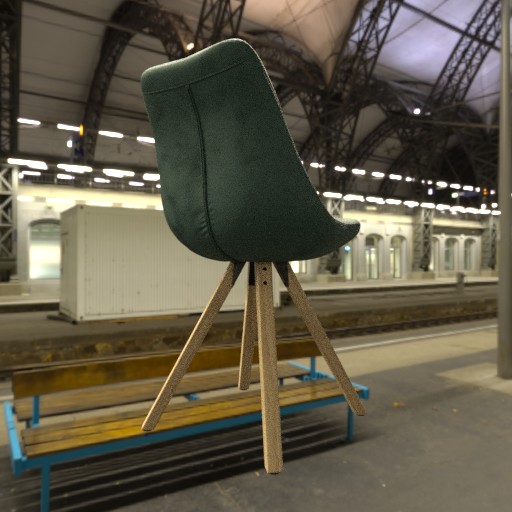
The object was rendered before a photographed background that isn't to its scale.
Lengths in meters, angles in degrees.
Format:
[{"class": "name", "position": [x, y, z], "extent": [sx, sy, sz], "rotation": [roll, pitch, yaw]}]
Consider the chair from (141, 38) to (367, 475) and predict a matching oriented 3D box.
[{"class": "chair", "position": [0.000, 0.000, 1.160], "extent": [0.483, 0.865, 0.547], "rotation": [0, 0, 36]}]
